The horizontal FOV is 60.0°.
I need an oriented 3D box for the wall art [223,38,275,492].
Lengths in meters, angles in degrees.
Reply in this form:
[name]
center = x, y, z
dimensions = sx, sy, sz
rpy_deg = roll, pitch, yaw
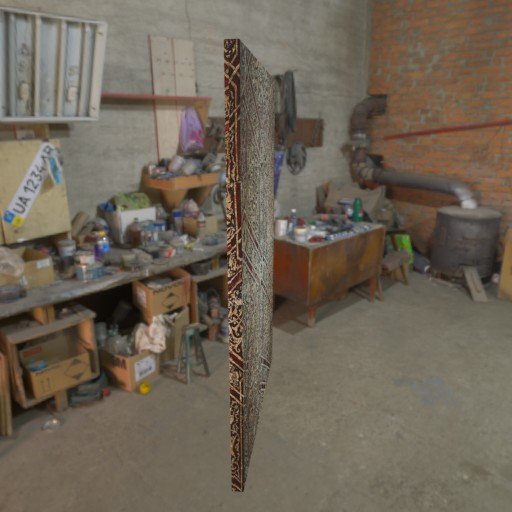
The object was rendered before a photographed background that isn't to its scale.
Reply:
[wall art]
center = 0.000, 0.000, 1.134
dimensions = 0.030, 0.904, 0.599
rpy_deg = 2, 16, 8
